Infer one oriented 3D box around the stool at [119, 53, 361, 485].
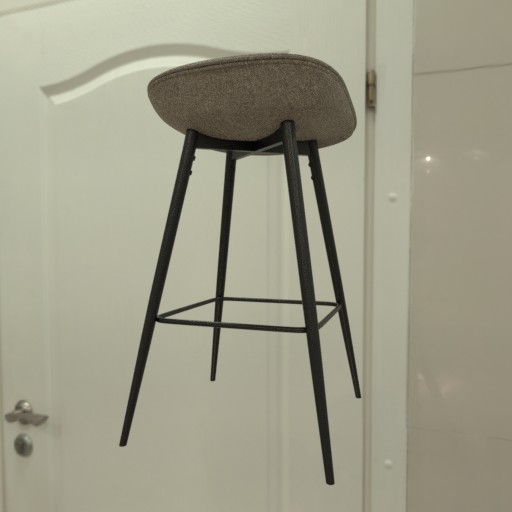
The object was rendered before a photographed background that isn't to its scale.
[{"bbox_3d":[0.000,0.000,1.095,0.469,0.814,0.480,1,2,19],"label":"stool"}]
